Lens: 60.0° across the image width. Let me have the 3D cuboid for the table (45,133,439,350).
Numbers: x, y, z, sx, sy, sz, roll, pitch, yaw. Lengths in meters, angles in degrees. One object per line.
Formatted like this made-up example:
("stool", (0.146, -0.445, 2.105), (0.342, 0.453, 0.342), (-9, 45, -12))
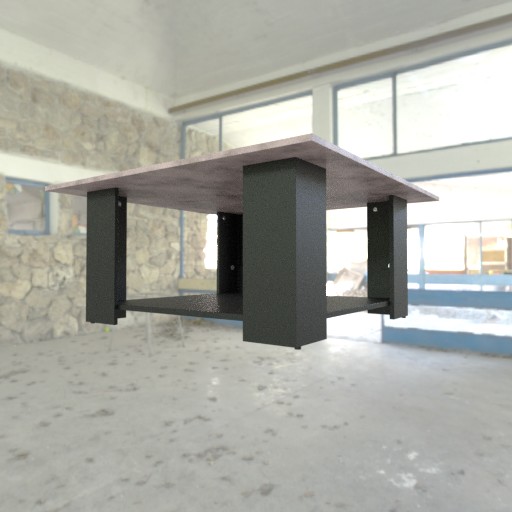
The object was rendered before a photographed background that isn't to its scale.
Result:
("table", (0.000, 0.000, 1.053), (0.670, 0.305, 0.670), (-1, -2, 36))
